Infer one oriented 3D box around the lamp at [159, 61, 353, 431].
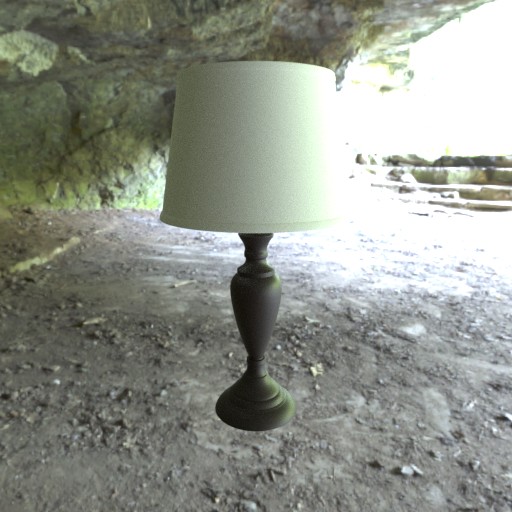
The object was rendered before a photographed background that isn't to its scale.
[{"bbox_3d":[0.000,0.000,0.803,0.335,0.611,0.335,0,13,0],"label":"lamp"}]
